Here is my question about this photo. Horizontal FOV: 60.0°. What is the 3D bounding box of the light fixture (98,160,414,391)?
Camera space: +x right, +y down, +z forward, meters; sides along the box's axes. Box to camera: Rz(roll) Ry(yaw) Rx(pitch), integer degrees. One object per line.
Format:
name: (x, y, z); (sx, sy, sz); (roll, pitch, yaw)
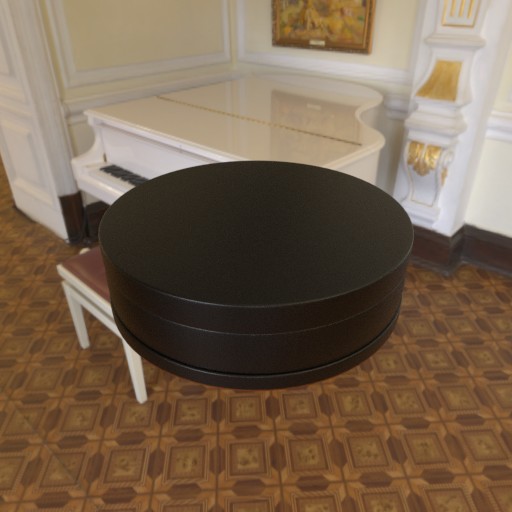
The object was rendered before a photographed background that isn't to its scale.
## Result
light fixture: (0.000, 0.000, 0.436); (0.283, 0.097, 0.283); (0, 32, 0)
